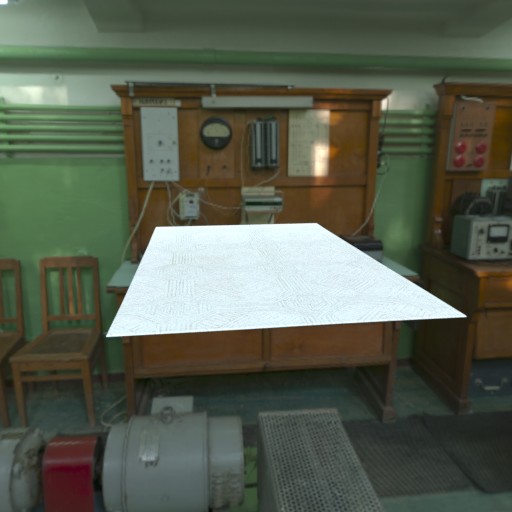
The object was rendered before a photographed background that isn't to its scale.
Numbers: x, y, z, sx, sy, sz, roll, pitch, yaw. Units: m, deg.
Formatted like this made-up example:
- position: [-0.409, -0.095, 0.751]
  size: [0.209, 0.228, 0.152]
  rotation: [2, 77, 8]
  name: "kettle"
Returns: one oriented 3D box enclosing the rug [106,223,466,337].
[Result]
- position: [0.000, 0.000, 3.009]
  size: [1.524, 0.008, 2.440]
  rotation: [-2, 14, -8]
  name: "rug"
